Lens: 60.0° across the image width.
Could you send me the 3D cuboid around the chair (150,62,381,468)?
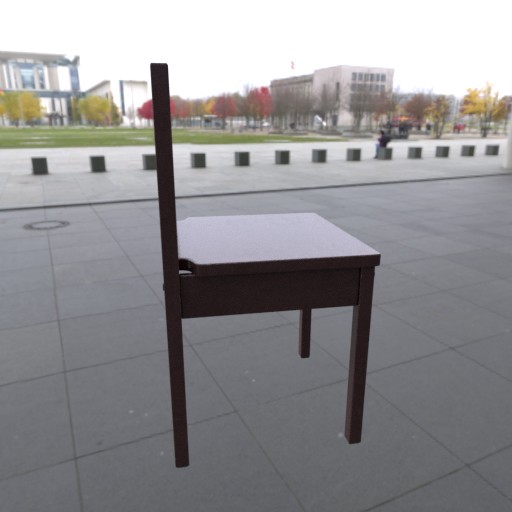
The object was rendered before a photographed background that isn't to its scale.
[{"bbox_3d":[0.000,0.000,0.890,0.361,0.668,0.367,-3,17,-10],"label":"chair"}]
